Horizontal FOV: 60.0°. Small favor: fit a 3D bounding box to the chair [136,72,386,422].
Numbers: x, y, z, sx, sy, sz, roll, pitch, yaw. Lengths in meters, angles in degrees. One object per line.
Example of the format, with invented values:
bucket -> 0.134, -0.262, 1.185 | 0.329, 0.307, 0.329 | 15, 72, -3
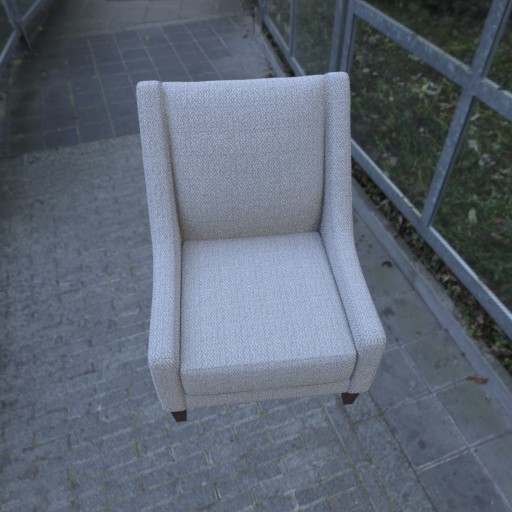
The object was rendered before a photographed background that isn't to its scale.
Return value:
chair -> 0.000, 0.000, 1.649 | 0.774, 1.014, 0.870 | -4, 46, -4
